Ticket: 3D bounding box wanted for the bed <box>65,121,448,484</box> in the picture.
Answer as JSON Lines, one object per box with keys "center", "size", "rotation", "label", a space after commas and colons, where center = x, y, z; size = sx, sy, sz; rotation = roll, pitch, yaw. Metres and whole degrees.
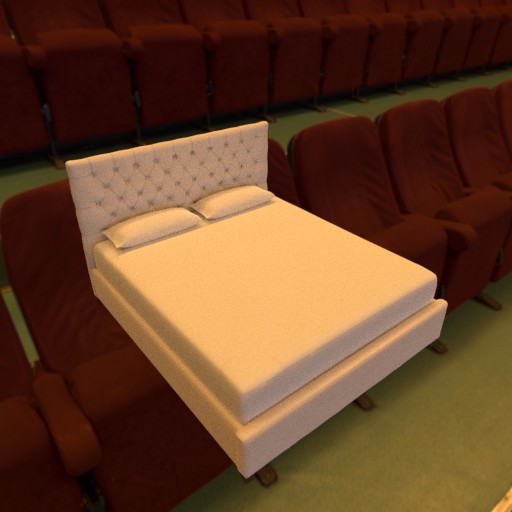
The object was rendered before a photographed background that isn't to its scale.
{"center": [0.000, 0.000, 3.648], "size": [2.078, 1.427, 2.387], "rotation": [-22, 38, -32], "label": "bed"}
